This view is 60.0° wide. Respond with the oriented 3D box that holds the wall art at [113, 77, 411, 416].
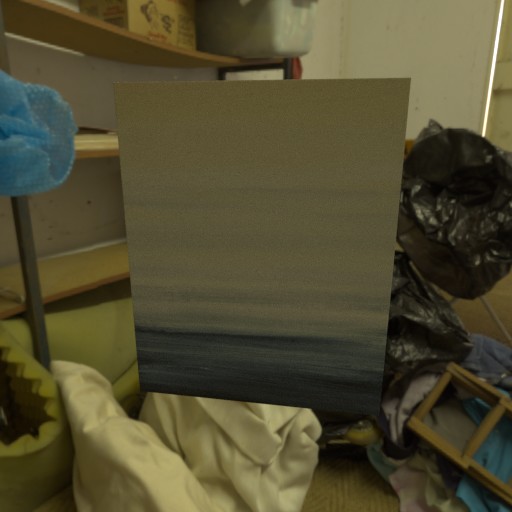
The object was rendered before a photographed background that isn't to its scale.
[{"bbox_3d":[0.000,0.000,0.825,0.489,0.608,0.040,3,17,9],"label":"wall art"}]
